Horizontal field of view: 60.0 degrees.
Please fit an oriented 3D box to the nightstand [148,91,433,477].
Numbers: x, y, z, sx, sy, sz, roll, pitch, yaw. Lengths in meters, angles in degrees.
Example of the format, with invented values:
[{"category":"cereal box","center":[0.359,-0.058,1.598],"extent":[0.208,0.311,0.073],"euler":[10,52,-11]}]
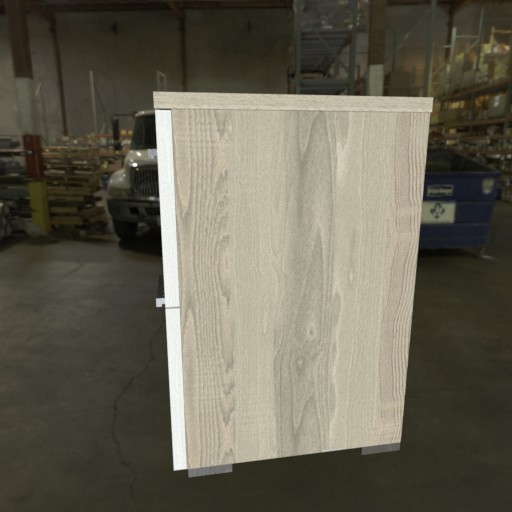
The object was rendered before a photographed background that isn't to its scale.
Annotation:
[{"category":"nightstand","center":[0.000,0.000,0.737],"extent":[0.325,0.461,0.442],"euler":[-3,14,-10]}]
